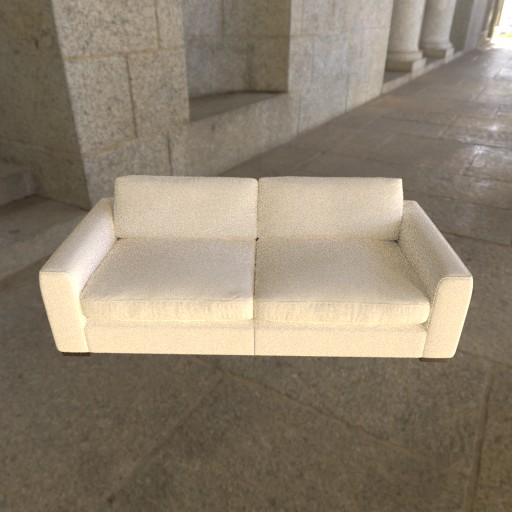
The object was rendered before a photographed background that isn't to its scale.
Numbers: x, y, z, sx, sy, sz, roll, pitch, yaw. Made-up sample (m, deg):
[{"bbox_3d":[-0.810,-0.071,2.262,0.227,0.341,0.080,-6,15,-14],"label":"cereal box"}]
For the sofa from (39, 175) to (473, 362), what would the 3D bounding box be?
[{"bbox_3d":[0.000,0.000,2.764,2.262,0.801,1.070,1,29,1],"label":"sofa"}]
